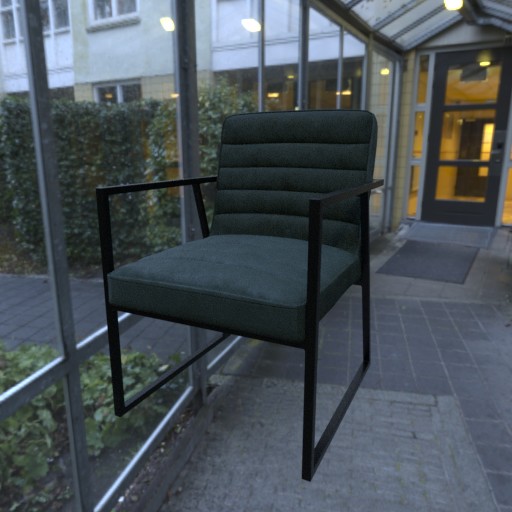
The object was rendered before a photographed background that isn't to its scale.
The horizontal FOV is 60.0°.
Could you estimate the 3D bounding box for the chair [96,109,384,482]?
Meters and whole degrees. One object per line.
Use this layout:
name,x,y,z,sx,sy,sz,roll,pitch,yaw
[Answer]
chair,0.000,0.000,1.267,0.571,0.833,0.677,7,15,26
